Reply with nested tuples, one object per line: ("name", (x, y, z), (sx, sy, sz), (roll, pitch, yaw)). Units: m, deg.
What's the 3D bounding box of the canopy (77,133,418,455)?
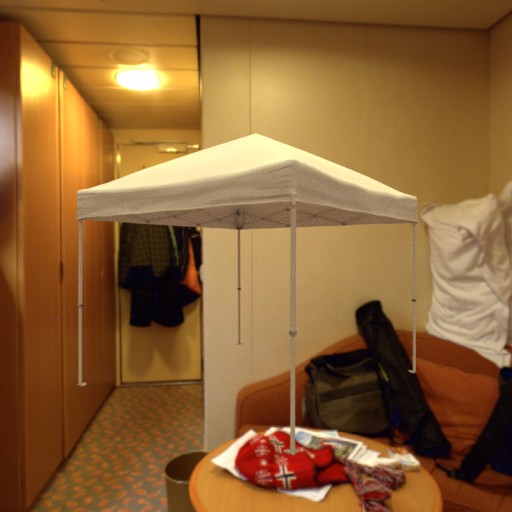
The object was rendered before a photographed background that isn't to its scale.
("canopy", (0.000, 0.000, 5.434), (2.998, 2.997, 2.996), (0, 1, 37))
